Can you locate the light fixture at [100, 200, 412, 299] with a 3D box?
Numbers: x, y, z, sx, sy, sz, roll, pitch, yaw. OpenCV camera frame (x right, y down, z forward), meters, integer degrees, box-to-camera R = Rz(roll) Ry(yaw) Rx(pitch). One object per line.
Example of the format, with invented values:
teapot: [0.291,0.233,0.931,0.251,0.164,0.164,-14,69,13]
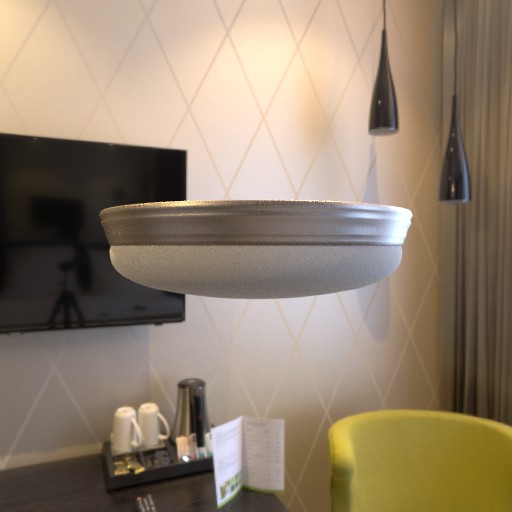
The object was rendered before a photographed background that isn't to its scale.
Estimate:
light fixture: [0.000,0.000,0.553,0.368,0.100,0.368,0,1,0]
